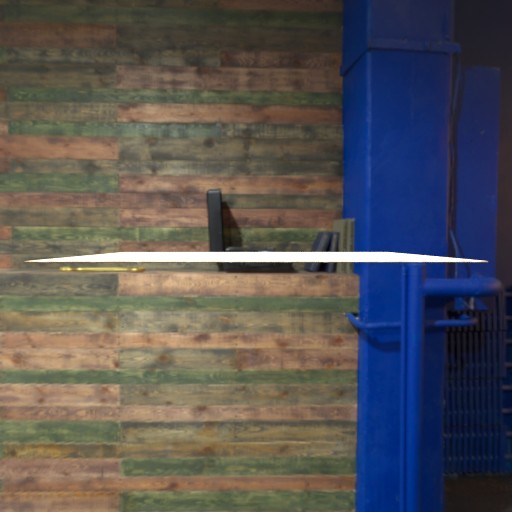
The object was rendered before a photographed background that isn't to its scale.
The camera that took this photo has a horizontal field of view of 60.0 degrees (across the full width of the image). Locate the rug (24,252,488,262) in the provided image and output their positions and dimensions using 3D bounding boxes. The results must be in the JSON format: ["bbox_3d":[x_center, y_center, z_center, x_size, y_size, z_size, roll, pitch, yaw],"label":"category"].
[{"bbox_3d":[0.000,0.000,4.405,3.353,0.010,2.438,0,2,0],"label":"rug"}]
